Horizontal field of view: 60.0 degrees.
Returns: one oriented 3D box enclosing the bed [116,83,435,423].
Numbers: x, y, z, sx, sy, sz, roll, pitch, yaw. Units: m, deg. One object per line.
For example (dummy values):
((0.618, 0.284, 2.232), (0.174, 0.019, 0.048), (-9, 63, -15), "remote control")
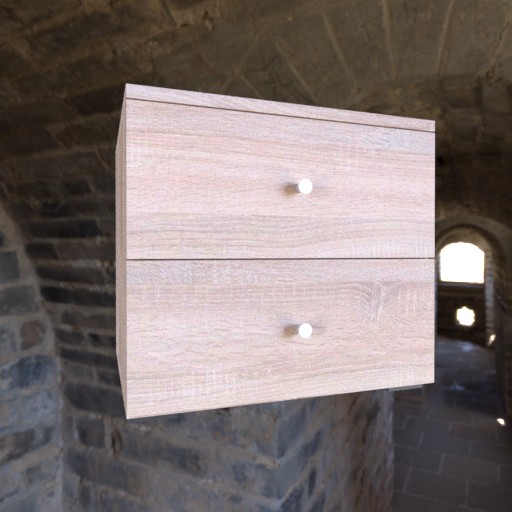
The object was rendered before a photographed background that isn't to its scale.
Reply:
((0.000, 0.000, 0.783), (0.460, 0.420, 0.401), (0, 0, -19), "bed")
